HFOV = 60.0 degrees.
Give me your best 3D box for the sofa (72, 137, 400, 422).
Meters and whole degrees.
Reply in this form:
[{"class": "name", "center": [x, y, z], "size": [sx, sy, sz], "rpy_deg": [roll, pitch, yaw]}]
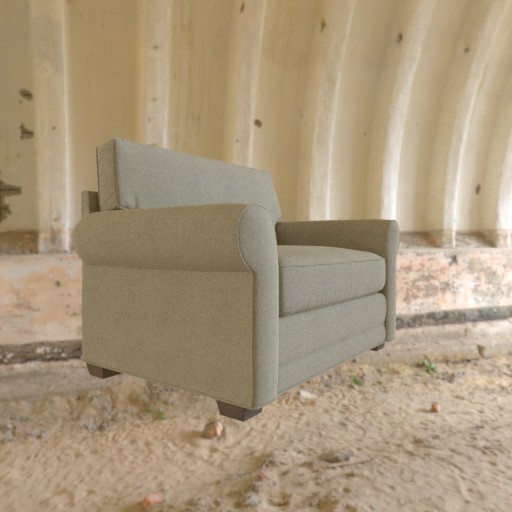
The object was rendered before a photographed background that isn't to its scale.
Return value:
[{"class": "sofa", "center": [0.000, 0.000, 2.090], "size": [0.936, 0.991, 1.405], "rpy_deg": [1, 2, 36]}]
